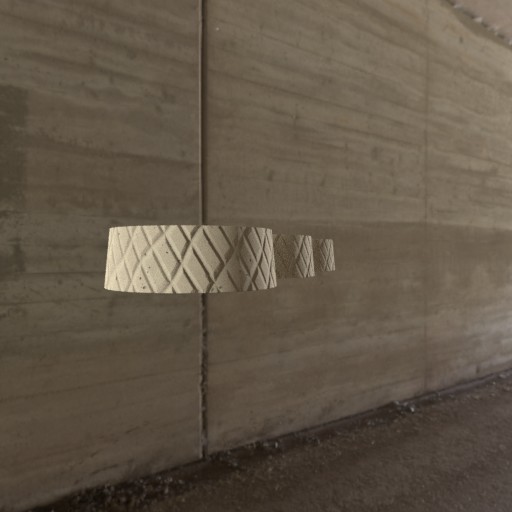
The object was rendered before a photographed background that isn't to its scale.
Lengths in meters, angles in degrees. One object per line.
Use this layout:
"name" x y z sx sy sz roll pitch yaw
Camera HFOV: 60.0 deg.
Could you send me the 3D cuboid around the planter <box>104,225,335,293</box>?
"planter" 0.000 0.000 0.432 0.114 0.038 0.390 0 1 18
